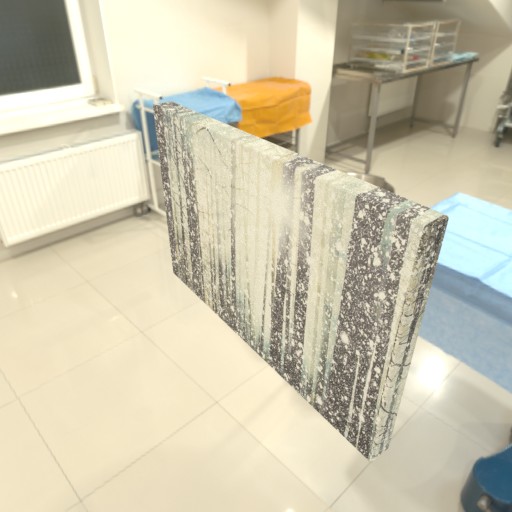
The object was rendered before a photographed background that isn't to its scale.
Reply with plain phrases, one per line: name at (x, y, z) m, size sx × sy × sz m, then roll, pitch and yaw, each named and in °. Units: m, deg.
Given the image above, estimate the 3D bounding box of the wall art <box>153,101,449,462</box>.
wall art at (0.000, 0.000, 0.767) m, size 0.042 × 0.398 × 0.618 m, roll -22°, pitch 38°, yaw -30°
